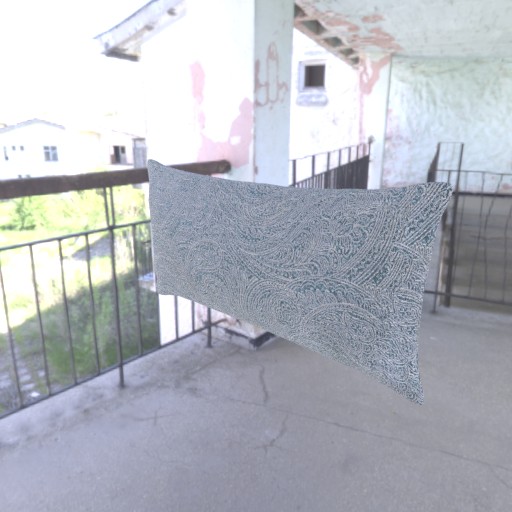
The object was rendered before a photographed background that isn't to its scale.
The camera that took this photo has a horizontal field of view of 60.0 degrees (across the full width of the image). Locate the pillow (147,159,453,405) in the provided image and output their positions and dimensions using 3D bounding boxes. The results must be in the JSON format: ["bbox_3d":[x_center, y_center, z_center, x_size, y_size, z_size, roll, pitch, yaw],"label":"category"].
[{"bbox_3d":[0.000,0.000,0.746,0.615,0.295,0.151,15,22,42],"label":"pillow"}]
